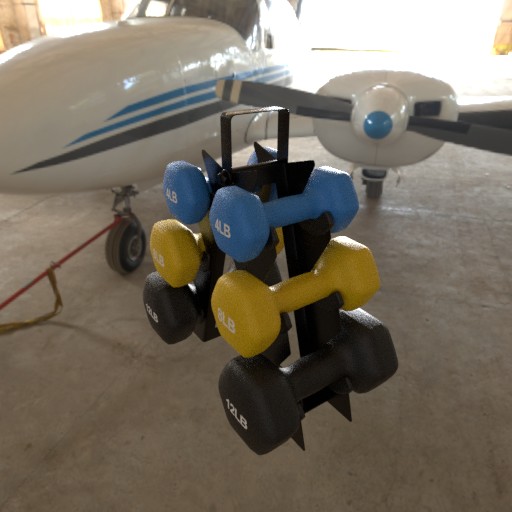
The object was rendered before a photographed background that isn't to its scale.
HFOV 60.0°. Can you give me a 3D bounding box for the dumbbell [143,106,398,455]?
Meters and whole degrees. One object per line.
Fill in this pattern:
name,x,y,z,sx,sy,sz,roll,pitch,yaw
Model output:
dumbbell,0.000,0.000,0.674,0.255,0.426,0.409,-17,31,-30
